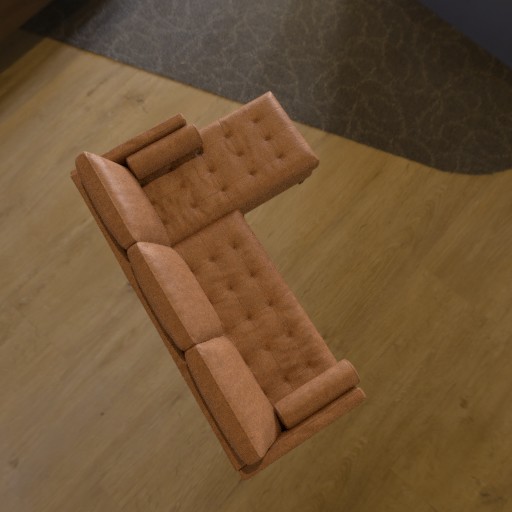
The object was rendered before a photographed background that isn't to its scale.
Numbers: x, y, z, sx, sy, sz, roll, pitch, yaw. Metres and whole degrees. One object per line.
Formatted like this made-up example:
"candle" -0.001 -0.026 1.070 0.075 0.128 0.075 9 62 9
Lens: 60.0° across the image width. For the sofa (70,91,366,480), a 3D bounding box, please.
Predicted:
"sofa" 0.000 0.000 2.901 1.506 0.876 2.178 -31 78 -8
